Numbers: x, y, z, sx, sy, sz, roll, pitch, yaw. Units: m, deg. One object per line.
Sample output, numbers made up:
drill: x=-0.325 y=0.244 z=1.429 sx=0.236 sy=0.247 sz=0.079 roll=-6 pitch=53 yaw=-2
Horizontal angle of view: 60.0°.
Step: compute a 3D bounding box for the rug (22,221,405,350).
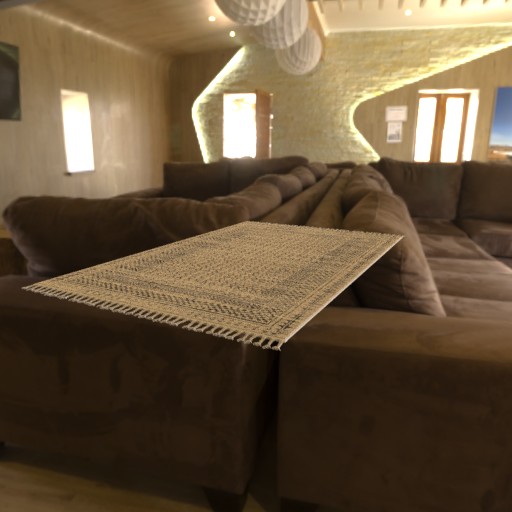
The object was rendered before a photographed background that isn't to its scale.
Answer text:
rug: x=0.000 y=0.000 z=3.067 sx=1.548 sy=0.013 sz=2.486 roll=8 pitch=16 yaw=28
